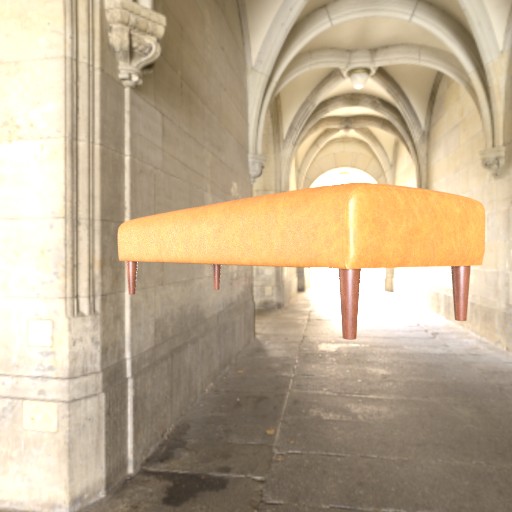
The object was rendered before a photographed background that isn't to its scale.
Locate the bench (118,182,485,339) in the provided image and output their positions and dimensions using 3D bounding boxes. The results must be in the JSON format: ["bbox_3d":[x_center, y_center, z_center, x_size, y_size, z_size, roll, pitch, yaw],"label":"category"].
[{"bbox_3d":[0.000,0.000,1.838,0.653,0.399,1.610,0,0,-36],"label":"bench"}]
